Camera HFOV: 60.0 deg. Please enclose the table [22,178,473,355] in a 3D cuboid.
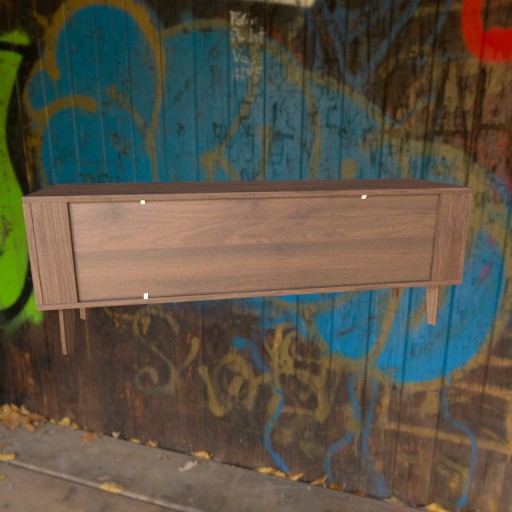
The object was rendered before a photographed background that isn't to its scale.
[{"bbox_3d":[0.000,0.000,1.608,1.397,0.508,0.405,-3,15,-10],"label":"table"}]
